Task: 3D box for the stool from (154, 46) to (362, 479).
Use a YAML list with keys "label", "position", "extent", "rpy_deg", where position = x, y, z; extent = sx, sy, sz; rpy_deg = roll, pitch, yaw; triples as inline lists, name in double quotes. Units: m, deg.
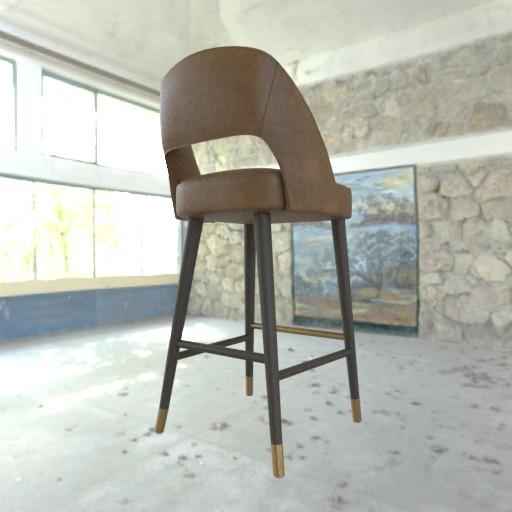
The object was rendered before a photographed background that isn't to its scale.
- label: "stool"
  position: [0.000, 0.000, 1.321]
  extent: [0.494, 1.037, 0.509]
  rpy_deg: [0, 0, 37]
